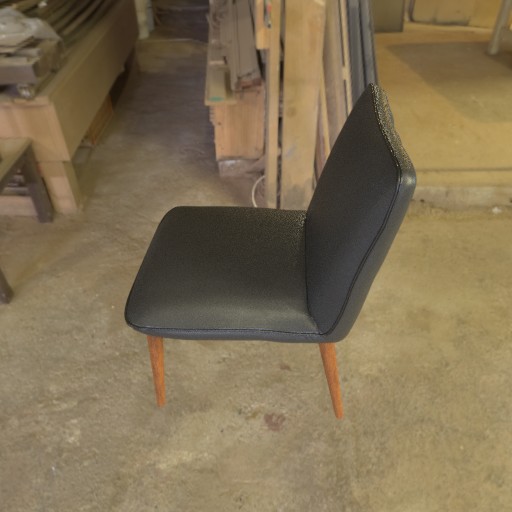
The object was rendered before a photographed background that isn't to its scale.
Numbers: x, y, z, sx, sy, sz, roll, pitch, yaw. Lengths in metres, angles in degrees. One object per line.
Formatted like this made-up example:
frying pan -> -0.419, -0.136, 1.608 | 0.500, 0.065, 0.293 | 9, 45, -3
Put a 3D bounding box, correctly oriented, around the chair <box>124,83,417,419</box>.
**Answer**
chair -> 0.000, 0.000, 1.207 | 0.645, 0.801, 0.543 | 0, 40, 0
